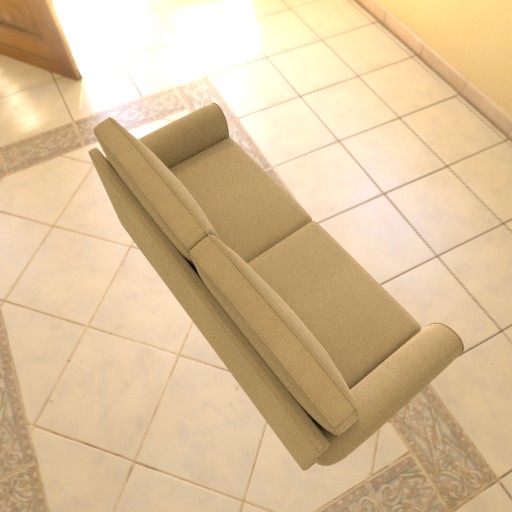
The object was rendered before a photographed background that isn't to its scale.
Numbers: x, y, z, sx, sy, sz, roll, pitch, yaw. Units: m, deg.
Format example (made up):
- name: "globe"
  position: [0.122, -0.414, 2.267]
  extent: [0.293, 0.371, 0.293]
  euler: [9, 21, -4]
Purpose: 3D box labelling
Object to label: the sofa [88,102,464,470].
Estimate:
- name: "sofa"
  position: [0.000, 0.000, 2.501]
  extent: [0.901, 0.962, 2.146]
  euler: [-33, 65, -18]
